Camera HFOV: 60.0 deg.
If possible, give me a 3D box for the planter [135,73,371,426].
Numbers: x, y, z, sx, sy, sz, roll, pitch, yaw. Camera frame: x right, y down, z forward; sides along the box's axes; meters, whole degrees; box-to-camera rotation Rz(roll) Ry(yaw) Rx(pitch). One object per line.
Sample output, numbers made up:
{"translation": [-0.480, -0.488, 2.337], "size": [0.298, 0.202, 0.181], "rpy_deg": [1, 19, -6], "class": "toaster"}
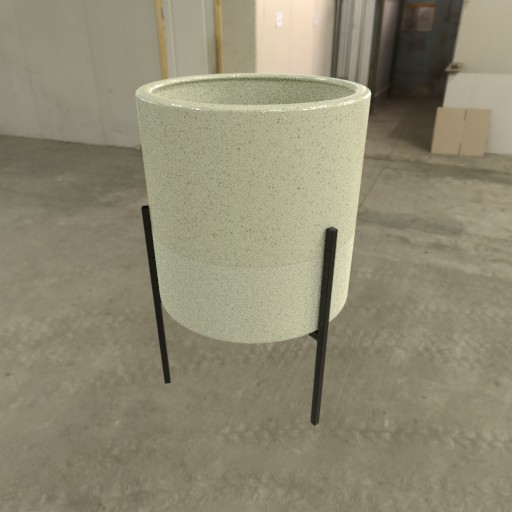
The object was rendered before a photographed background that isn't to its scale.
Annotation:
{"translation": [0.000, 0.000, 0.541], "size": [0.234, 0.390, 0.243], "rpy_deg": [-21, 35, -33], "class": "planter"}
